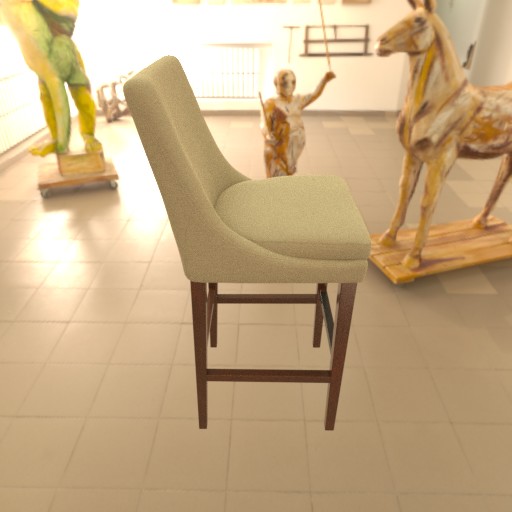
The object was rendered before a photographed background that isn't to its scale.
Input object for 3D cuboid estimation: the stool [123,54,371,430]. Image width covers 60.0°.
[{"bbox_3d":[0.000,0.000,1.347,0.577,1.078,0.470,0,31,0],"label":"stool"}]
